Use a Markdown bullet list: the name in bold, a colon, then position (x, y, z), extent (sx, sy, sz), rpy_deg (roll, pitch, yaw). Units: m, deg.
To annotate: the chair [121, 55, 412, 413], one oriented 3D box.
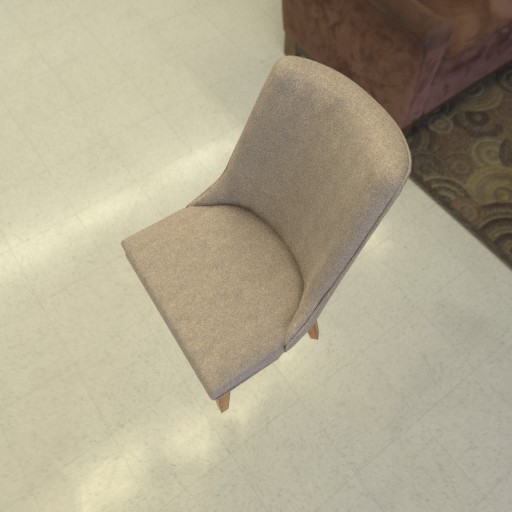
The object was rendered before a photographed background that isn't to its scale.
- **chair**: position (0.000, 0.000, 1.298), extent (0.636, 0.916, 0.548), rpy_deg (-31, 67, -14)
